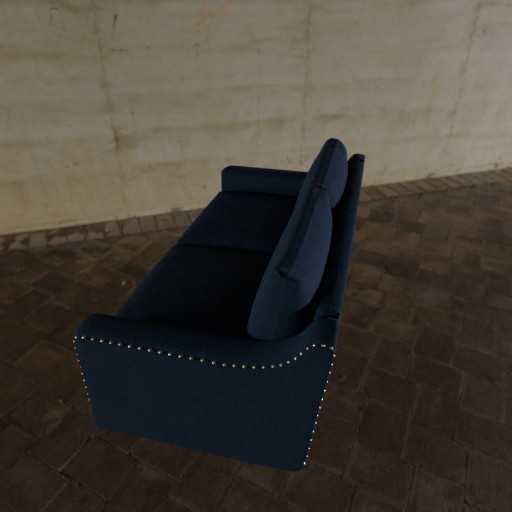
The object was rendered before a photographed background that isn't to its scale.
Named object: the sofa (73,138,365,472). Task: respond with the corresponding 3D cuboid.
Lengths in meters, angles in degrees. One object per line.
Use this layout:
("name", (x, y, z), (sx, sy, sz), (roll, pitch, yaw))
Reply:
("sofa", (0.000, 0.000, 2.646), (1.104, 0.983, 2.107), (8, 32, 13))
